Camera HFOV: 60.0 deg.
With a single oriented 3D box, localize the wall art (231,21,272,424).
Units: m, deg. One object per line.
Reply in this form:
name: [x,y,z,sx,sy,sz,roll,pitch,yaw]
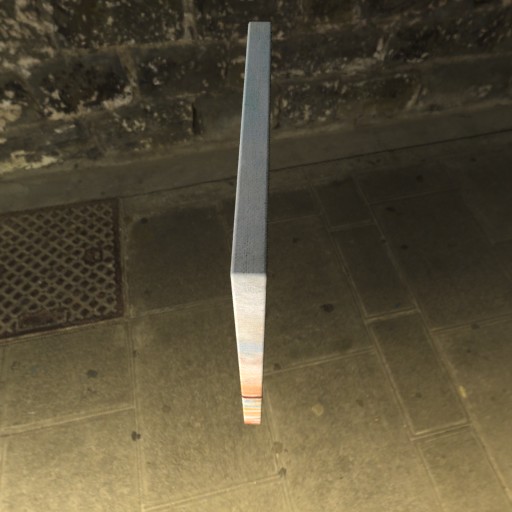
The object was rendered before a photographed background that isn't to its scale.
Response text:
wall art: [0.000,0.000,0.793,0.035,0.605,0.443,1,57,1]
